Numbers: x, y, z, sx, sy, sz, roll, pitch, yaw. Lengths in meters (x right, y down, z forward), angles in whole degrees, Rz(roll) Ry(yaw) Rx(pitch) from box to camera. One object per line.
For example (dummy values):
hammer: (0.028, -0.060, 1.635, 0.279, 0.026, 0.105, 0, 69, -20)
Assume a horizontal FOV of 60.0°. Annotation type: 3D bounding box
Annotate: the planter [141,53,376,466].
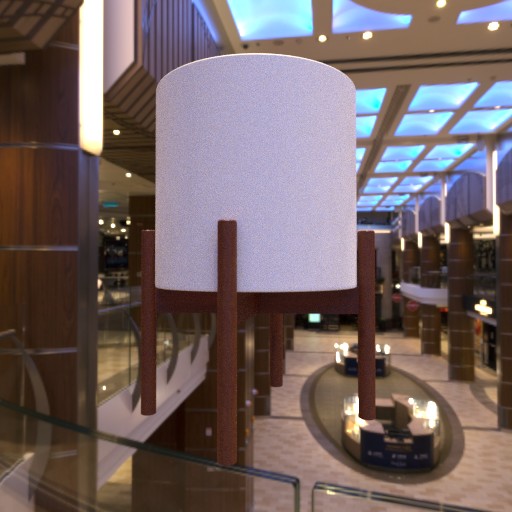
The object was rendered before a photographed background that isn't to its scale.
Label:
planter: (0.000, 0.000, 0.942, 0.417, 0.670, 0.417, 1, -1, -37)
